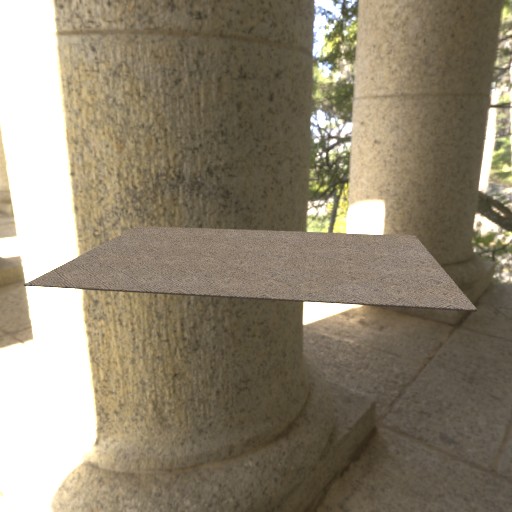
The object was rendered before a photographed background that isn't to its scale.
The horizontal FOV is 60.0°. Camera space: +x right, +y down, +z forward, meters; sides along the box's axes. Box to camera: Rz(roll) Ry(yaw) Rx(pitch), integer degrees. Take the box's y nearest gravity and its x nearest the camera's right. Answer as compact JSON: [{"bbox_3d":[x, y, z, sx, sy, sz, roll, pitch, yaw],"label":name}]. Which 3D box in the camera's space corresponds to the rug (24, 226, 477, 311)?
[{"bbox_3d":[0.000,0.000,2.274,1.783,0.008,1.175,2,16,8],"label":"rug"}]
